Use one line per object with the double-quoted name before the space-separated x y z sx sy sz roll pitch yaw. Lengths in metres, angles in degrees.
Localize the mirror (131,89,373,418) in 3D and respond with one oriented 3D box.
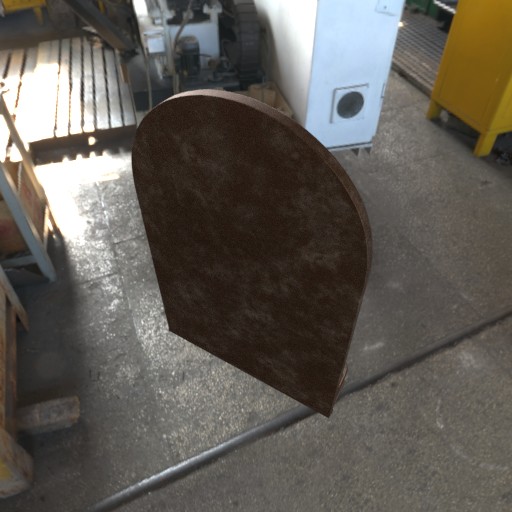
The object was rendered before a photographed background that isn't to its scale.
"mirror" 0.000 0.000 0.964 0.510 0.770 0.137 23 50 21
